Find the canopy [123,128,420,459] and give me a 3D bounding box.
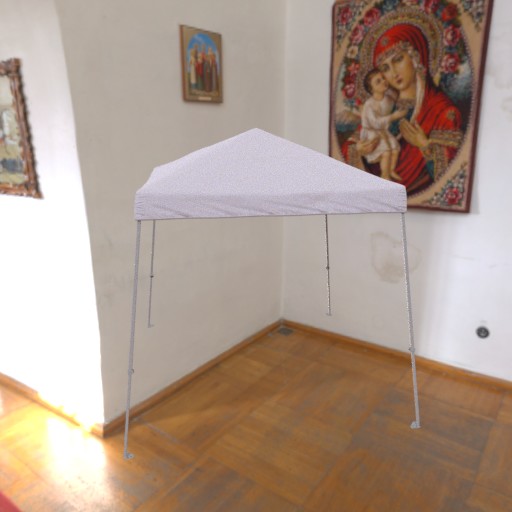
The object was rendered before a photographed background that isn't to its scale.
[{"bbox_3d":[0.000,0.000,5.135,2.849,2.850,2.850,-2,16,-8],"label":"canopy"}]
